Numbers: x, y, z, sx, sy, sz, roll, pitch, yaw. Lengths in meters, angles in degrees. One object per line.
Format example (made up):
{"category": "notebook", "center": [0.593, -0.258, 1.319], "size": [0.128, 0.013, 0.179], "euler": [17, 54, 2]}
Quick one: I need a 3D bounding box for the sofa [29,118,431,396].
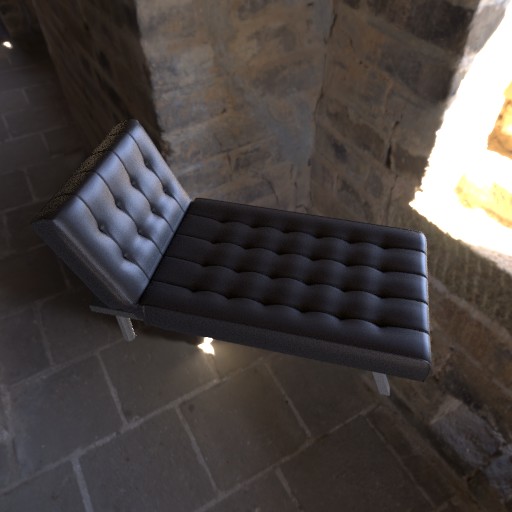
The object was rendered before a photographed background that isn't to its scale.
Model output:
{"category": "sofa", "center": [0.000, 0.000, 2.015], "size": [1.560, 0.820, 0.760], "euler": [10, 47, 9]}
